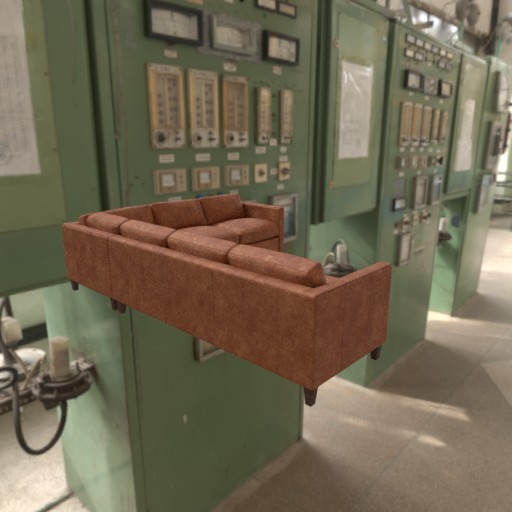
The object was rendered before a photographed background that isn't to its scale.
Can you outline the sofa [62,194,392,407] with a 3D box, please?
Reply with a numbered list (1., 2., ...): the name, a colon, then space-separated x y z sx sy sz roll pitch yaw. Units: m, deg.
1. sofa: 0.000 0.000 4.351 3.167 0.838 2.438 13 20 41
